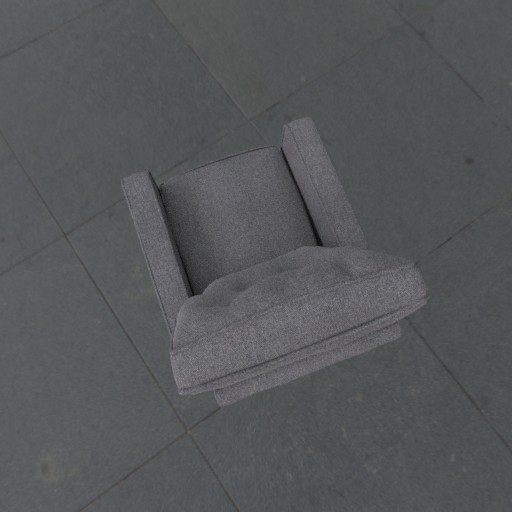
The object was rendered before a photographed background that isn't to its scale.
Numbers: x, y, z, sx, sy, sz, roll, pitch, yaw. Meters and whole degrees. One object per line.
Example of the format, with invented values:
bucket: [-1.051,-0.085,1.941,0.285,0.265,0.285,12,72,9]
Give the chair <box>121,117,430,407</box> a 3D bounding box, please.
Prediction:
chair: [0.000,0.000,1.422,0.650,0.889,0.775,-20,76,-5]
